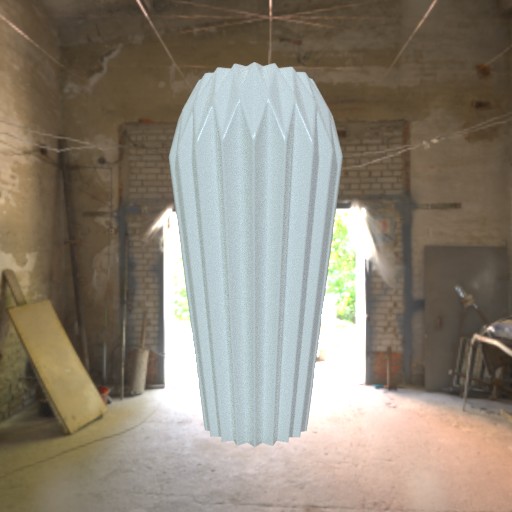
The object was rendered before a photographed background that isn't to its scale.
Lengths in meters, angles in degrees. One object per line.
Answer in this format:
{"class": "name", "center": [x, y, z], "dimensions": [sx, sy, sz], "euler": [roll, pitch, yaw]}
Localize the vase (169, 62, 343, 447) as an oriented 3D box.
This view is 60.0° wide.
{"class": "vase", "center": [0.000, 0.000, 0.344], "dimensions": [0.133, 0.263, 0.133], "euler": [0, 1, 0]}
